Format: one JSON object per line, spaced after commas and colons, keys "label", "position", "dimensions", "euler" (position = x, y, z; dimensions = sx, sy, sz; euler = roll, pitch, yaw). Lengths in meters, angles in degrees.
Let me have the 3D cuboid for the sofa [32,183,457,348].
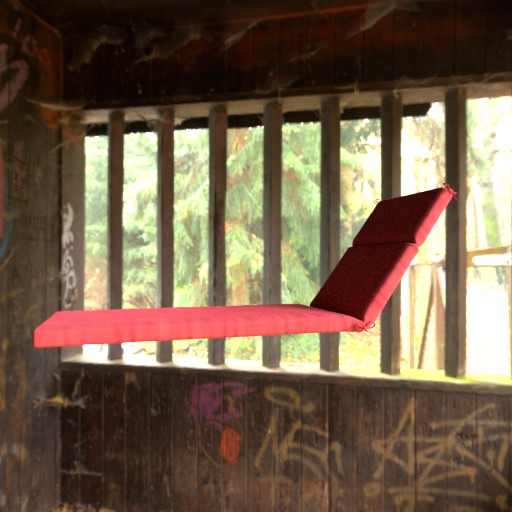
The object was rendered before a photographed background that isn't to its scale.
{"label": "sofa", "position": [0.000, 0.000, 1.906], "dimensions": [1.663, 0.622, 0.582], "euler": [0, 0, -17]}
